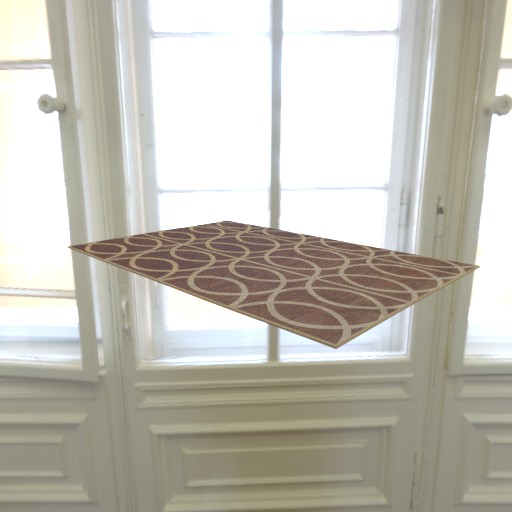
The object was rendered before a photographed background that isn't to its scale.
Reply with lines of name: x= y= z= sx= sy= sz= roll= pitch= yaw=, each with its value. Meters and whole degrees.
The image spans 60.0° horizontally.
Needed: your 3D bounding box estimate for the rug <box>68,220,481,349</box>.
rug: x=0.000 y=0.000 z=2.914 sx=2.294 sy=0.014 sz=1.528 roll=14 pitch=20 yaw=42
